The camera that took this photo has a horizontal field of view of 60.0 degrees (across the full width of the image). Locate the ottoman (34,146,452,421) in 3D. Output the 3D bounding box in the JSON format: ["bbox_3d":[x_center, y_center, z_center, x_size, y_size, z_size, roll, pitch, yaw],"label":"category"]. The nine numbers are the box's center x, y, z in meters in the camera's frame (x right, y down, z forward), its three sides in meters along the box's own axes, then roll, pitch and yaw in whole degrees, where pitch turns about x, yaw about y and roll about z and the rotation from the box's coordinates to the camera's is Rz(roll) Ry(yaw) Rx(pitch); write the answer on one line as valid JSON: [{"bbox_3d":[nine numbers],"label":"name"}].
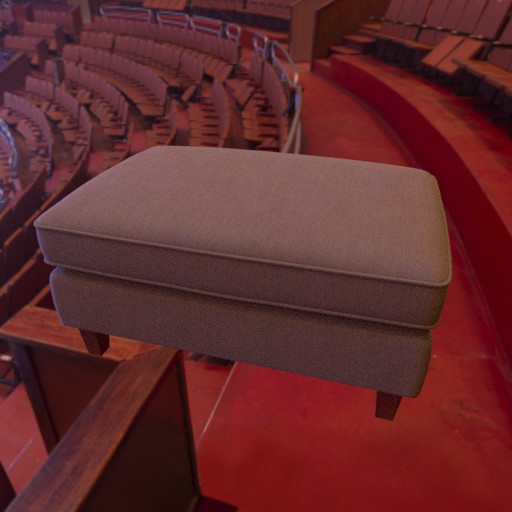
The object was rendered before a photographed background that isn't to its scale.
[{"bbox_3d":[0.000,0.000,1.260,0.941,0.480,0.636,8,32,14],"label":"ottoman"}]
